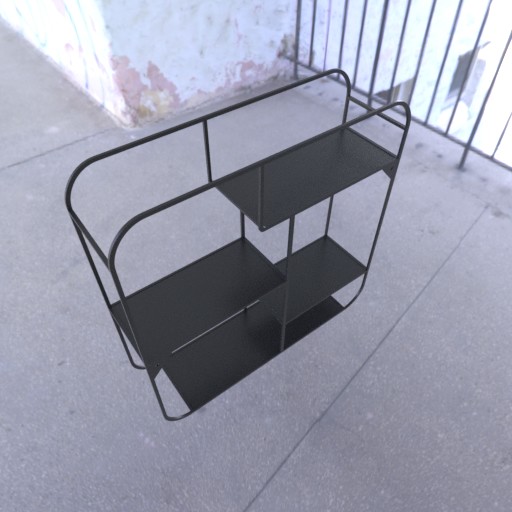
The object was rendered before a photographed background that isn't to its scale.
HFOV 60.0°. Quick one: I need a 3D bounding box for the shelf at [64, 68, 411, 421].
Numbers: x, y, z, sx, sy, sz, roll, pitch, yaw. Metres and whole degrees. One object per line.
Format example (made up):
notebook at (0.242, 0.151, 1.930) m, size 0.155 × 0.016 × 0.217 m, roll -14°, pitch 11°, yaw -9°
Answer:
shelf at (0.000, 0.000, 0.922) m, size 0.600 × 0.600 × 0.160 m, roll -29°, pitch 53°, yaw -24°
